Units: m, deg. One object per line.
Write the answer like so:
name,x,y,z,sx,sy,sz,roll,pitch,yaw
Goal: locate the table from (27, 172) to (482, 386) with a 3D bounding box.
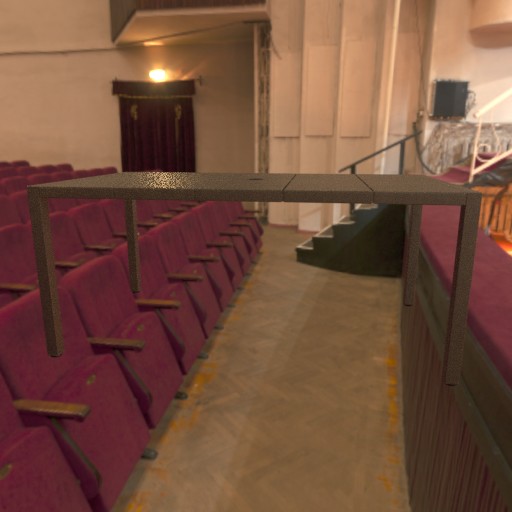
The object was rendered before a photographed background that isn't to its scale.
table,0.000,0.000,2.139,1.680,0.735,0.914,2,14,8
